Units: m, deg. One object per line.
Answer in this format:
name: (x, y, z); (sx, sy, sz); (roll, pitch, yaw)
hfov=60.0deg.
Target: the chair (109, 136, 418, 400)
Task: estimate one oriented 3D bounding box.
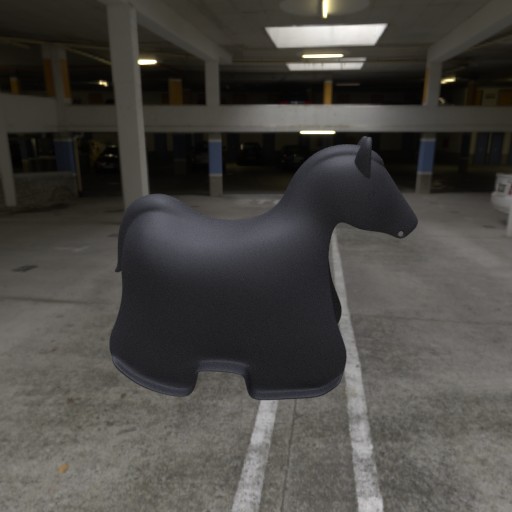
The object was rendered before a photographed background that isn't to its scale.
chair: (0.000, 0.000, 1.174); (0.800, 0.612, 0.429); (2, 16, 8)
